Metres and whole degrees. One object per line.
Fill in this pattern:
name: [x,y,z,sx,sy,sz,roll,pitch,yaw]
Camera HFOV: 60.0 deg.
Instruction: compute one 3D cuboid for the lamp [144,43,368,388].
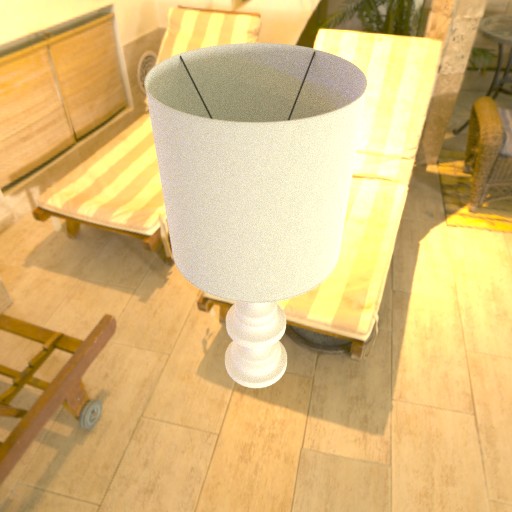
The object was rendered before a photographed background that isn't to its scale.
lamp: [0.000,0.000,0.570,0.208,0.455,0.208,13,43,14]
